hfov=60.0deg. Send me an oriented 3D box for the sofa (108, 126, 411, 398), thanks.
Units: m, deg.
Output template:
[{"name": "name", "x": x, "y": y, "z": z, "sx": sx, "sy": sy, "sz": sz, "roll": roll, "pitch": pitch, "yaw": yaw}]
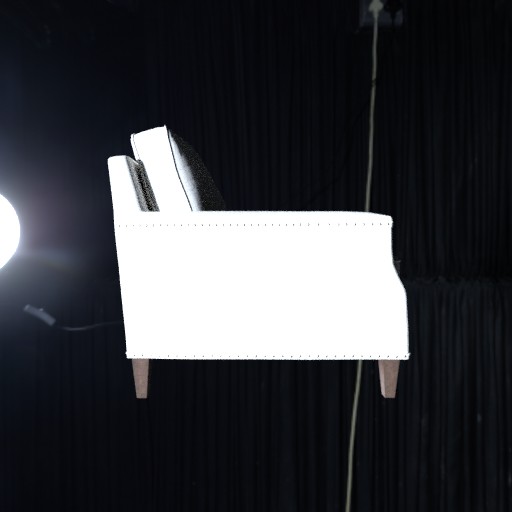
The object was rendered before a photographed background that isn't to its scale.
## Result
[{"name": "sofa", "x": 0.000, "y": 0.000, "z": 2.313, "sx": 1.084, "sy": 1.003, "sz": 1.597, "roll": 0, "pitch": 0, "yaw": 0}]
